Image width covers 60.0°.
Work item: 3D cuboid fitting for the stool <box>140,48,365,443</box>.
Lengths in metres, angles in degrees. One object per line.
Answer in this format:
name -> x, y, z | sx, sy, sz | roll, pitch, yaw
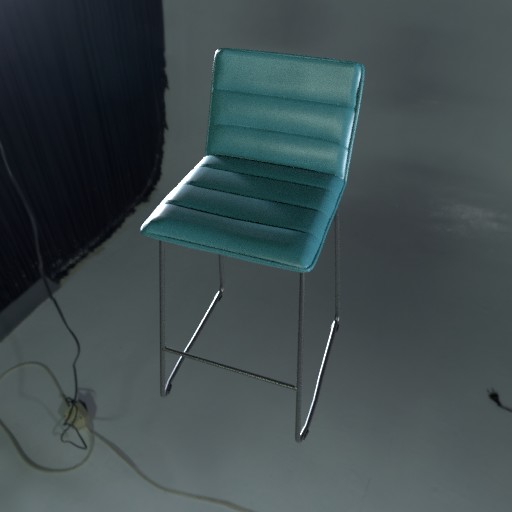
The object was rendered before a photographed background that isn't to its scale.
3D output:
stool -> 0.000, 0.000, 1.232 | 0.489, 0.936, 0.524 | 13, 43, 14
